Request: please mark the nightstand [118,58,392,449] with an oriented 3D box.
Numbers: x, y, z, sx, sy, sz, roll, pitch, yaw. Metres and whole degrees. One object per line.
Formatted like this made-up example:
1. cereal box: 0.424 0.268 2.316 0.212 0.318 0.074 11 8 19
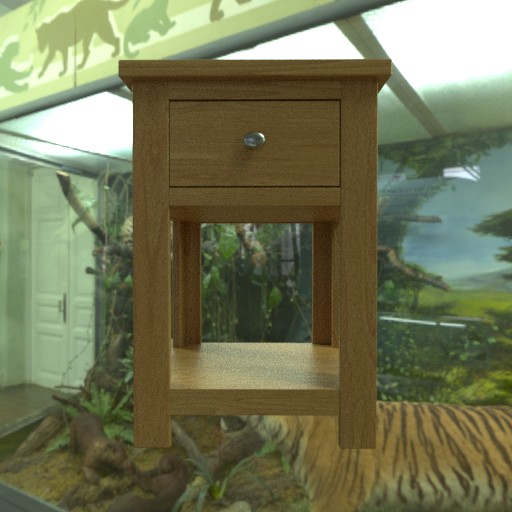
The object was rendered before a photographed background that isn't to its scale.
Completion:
1. nightstand: 0.000 0.000 0.898 0.428 0.614 0.418 0 0 1
